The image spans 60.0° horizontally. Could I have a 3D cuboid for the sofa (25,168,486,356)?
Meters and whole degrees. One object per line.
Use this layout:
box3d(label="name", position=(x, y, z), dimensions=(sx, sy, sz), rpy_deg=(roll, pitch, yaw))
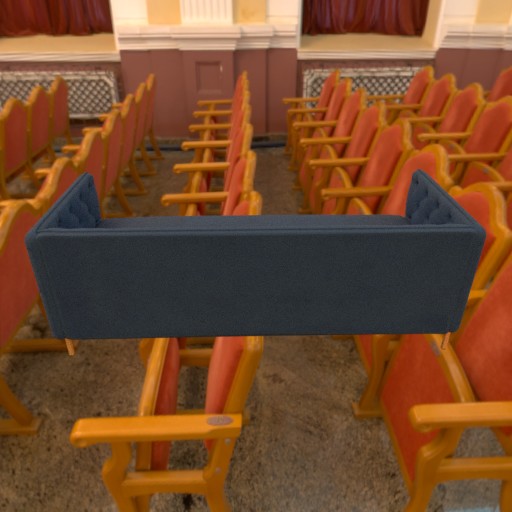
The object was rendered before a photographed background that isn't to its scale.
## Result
box3d(label="sofa", position=(0.000, 0.000, 2.613), dimensions=(2.209, 0.771, 0.895), rpy_deg=(-1, 30, -1))
